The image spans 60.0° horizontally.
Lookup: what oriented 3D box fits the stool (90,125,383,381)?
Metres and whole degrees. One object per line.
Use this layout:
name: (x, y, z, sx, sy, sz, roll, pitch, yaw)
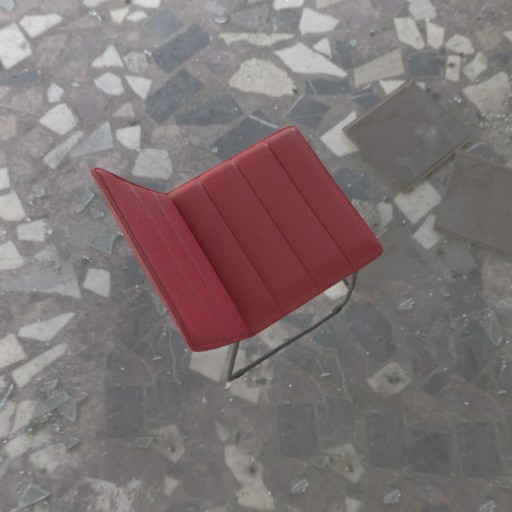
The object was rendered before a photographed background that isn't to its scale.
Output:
stool: (0.000, 0.000, 1.235, 0.524, 0.937, 0.489, -31, 77, -8)
